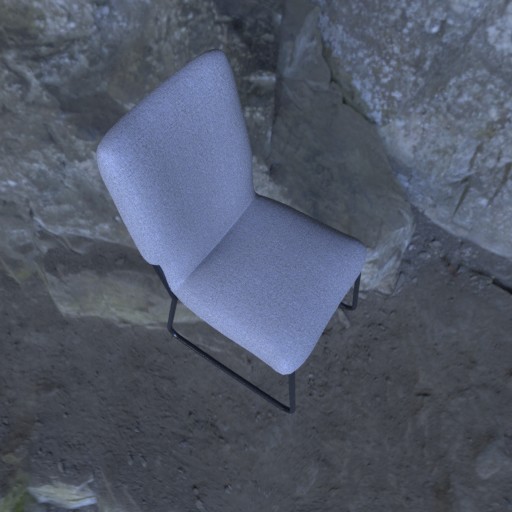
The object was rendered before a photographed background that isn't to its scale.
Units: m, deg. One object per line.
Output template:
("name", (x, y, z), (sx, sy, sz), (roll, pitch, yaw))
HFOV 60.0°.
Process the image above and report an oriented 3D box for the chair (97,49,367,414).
("chair", (0.000, 0.000, 1.205), (0.560, 0.864, 0.448), (29, 63, 17))
